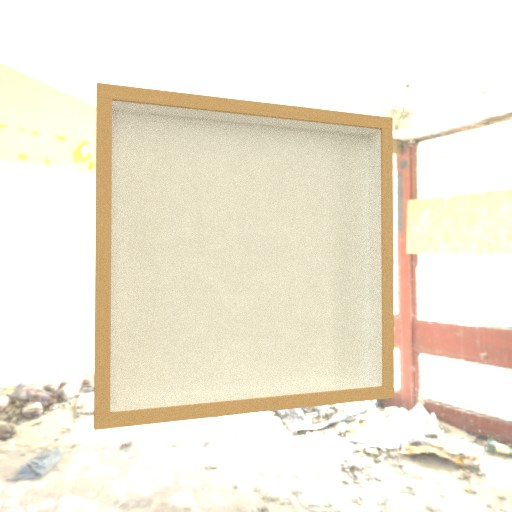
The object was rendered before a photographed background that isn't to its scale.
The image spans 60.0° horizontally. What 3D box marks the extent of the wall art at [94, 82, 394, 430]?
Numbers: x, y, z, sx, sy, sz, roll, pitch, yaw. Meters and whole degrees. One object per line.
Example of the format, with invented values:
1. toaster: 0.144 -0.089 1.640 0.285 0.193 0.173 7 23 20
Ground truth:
1. wall art: 0.000 0.000 0.595 0.405 0.405 0.038 0 -1 -18
